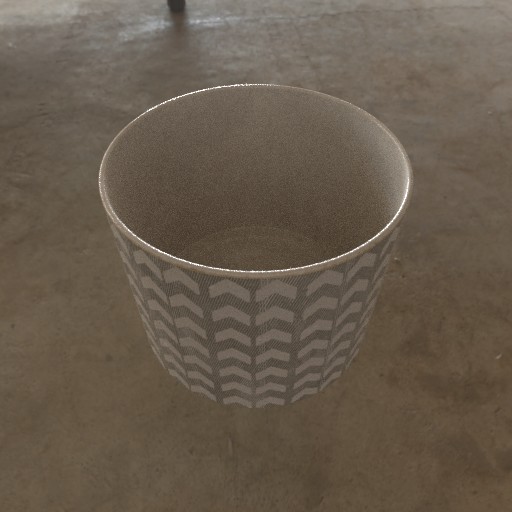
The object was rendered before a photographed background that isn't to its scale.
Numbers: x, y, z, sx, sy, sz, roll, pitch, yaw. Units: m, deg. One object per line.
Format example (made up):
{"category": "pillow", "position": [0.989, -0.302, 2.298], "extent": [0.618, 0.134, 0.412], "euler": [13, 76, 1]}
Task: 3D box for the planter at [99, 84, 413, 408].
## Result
{"category": "planter", "position": [0.000, 0.000, 0.341], "extent": [0.190, 0.181, 0.190], "euler": [0, 48, 0]}
